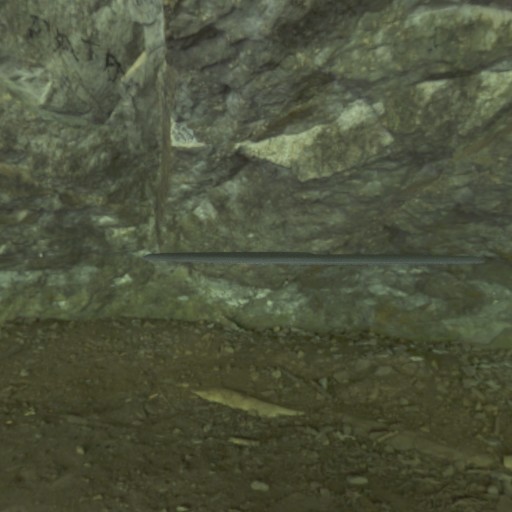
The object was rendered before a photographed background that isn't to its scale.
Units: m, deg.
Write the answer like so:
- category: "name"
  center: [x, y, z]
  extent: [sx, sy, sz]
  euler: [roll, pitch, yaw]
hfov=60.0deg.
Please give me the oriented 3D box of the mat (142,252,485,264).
- category: "mat"
  center: [0.000, 0.000, 1.845]
  extent: [0.917, 0.022, 1.525]
  euler: [0, 1, -18]
